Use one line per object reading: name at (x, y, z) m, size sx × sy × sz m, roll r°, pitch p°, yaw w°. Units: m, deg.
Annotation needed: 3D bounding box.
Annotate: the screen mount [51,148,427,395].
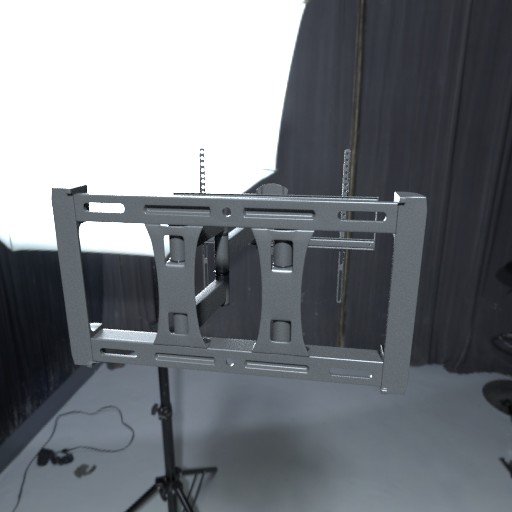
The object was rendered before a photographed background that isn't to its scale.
screen mount at (0.000, 0.000, 1.115) m, size 0.661 × 0.491 × 0.644 m, roll 3°, pitch 17°, yaw 9°
